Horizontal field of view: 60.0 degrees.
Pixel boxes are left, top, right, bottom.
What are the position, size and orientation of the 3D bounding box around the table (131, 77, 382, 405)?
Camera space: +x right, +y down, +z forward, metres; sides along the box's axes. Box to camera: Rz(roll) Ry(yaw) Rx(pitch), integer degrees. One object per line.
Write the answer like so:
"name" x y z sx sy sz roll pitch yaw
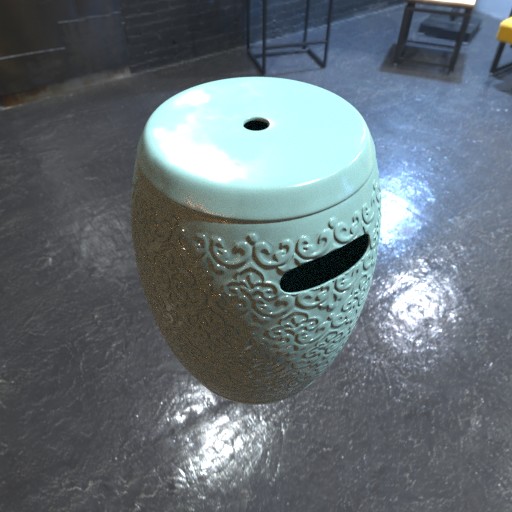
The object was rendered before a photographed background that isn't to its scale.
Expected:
"table" 0.000 0.000 0.601 0.309 0.397 0.309 0 45 0
